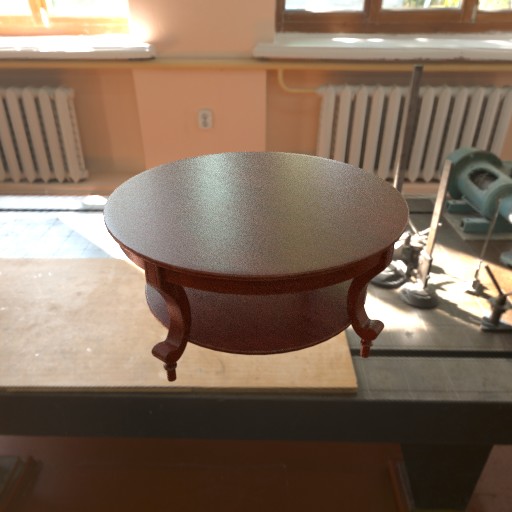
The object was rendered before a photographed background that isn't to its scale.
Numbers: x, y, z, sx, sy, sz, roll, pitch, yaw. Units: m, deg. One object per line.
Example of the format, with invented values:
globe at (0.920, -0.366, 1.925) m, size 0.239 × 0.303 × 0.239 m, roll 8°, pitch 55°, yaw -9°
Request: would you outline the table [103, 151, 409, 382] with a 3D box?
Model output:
table at (0.000, 0.000, 1.665) m, size 1.029 × 0.486 × 1.029 m, roll 0°, pitch 30°, yaw 0°
